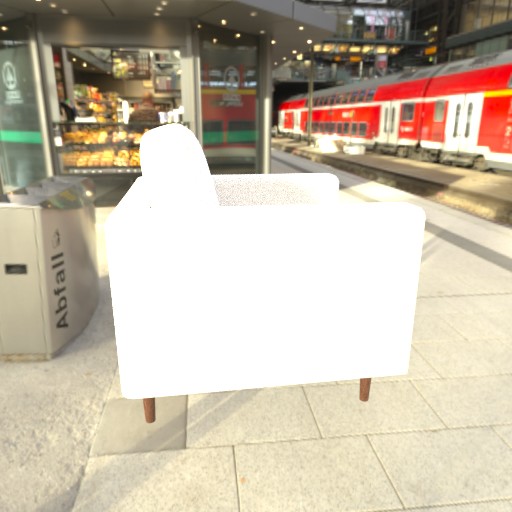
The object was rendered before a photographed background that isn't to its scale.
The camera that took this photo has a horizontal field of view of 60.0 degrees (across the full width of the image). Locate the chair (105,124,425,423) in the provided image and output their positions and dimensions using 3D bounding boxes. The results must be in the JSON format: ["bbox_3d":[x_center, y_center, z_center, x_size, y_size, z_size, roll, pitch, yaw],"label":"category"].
[{"bbox_3d":[0.000,0.000,1.578,0.879,0.899,0.831,-3,17,-9],"label":"chair"}]
